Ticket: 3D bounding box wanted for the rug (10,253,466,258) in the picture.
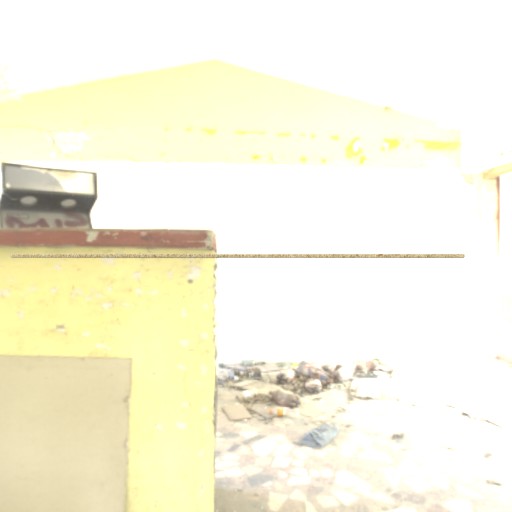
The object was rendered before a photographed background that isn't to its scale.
[{"bbox_3d":[0.000,0.000,3.880,3.001,0.025,2.401,0,0,16],"label":"rug"}]
